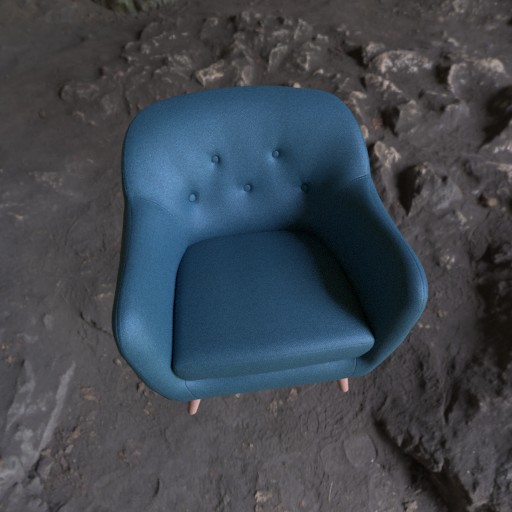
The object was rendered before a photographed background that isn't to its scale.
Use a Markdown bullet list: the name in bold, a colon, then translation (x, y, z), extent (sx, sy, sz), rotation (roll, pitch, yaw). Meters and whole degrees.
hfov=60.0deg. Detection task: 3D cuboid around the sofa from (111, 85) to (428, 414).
- **sofa**: translation (0.000, 0.000, 1.497), extent (0.836, 0.817, 0.825), rotation (-6, 46, -6)
